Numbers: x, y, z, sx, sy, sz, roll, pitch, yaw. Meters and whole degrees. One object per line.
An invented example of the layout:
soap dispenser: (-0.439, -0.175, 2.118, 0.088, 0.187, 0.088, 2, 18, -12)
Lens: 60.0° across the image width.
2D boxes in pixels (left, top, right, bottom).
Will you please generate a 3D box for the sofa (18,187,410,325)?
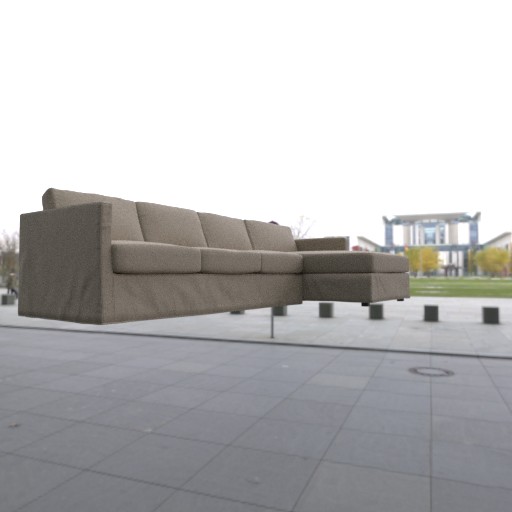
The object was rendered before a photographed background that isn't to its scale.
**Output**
sofa: (0.000, 0.000, 3.755, 1.622, 0.867, 3.177, -2, -3, 36)
